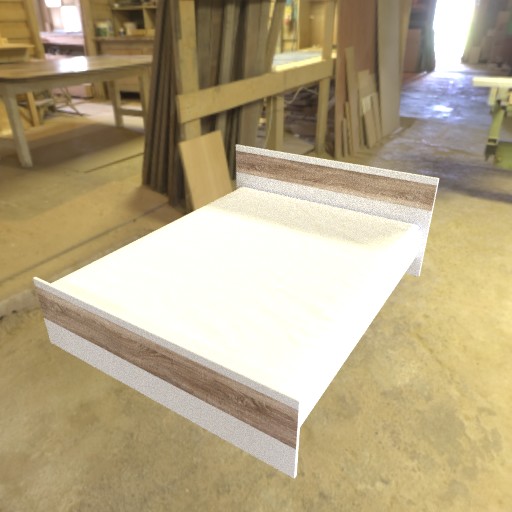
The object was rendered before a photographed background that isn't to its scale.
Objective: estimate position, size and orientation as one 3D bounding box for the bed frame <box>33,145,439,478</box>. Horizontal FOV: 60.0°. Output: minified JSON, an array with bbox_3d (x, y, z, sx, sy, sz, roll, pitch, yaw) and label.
[{"bbox_3d":[0.000,0.000,2.930,1.720,0.800,2.060,17,33,28],"label":"bed frame"}]
